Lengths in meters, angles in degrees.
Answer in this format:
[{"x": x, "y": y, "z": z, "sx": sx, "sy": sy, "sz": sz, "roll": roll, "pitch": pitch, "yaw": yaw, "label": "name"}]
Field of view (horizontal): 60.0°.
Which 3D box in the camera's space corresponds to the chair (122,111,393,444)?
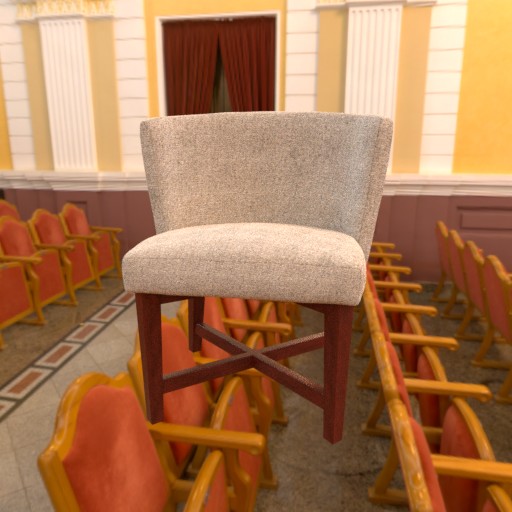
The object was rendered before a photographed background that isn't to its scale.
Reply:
[{"x": 0.000, "y": 0.000, "z": 1.273, "sx": 0.728, "sy": 0.827, "sz": 0.575, "roll": 2, "pitch": 14, "yaw": 9, "label": "chair"}]
